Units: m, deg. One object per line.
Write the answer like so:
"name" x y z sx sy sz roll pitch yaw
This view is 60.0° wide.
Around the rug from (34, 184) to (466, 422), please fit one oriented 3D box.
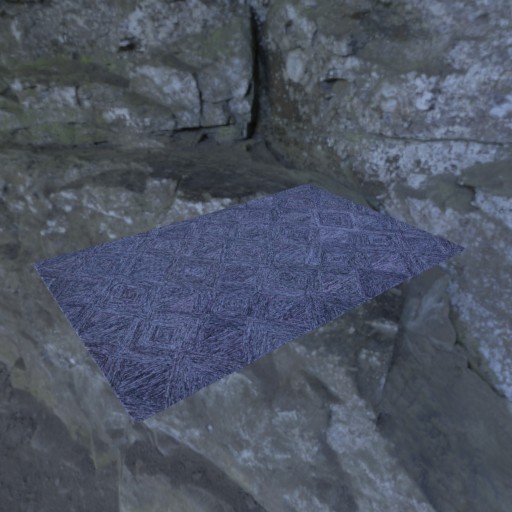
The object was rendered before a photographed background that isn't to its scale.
"rug" 0.000 0.000 2.134 1.752 0.013 1.158 -21 35 -32
